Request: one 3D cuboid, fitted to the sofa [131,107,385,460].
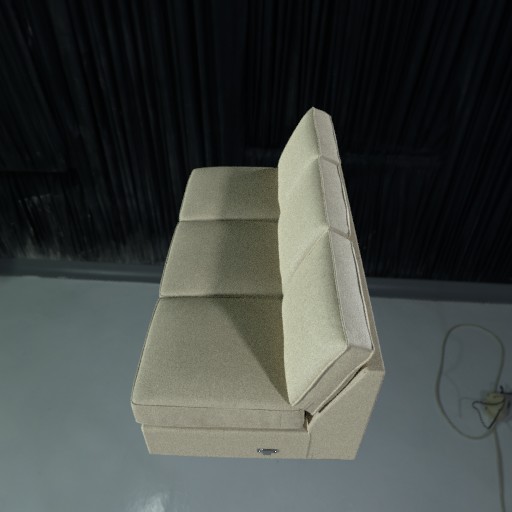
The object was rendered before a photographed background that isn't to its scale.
[{"bbox_3d":[0.000,0.000,2.552,1.027,0.973,1.962,1,41,1],"label":"sofa"}]
